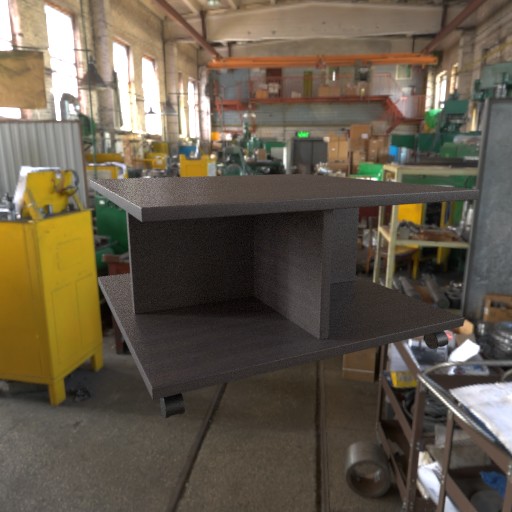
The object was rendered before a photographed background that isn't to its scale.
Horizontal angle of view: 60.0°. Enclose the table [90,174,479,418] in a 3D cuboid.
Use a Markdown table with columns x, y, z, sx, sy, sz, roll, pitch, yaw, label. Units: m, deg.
| x | y | z | sx | sy | sz | roll | pitch | yaw | label |
| --- | --- | --- | --- | --- | --- | --- | --- | --- | --- |
| 0.000 | 0.000 | 1.227 | 0.762 | 0.396 | 0.762 | -6 | 15 | -25 | table |
